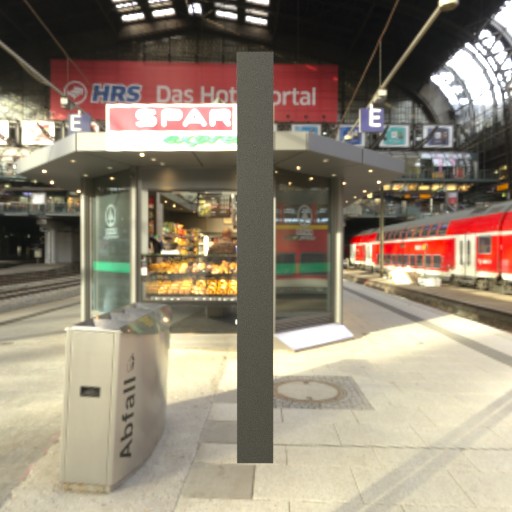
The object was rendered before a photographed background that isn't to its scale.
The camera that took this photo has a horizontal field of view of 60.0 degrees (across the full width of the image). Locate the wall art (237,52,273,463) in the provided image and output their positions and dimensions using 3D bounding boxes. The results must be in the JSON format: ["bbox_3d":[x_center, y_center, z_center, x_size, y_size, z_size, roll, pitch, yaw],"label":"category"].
[{"bbox_3d":[0.000,0.000,0.545,0.029,0.330,0.381,0,1,0],"label":"wall art"}]
